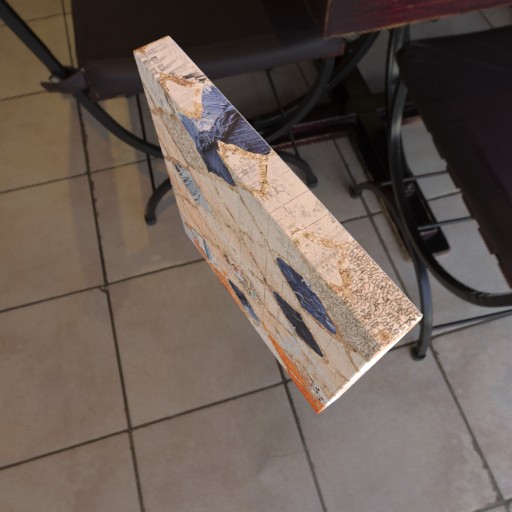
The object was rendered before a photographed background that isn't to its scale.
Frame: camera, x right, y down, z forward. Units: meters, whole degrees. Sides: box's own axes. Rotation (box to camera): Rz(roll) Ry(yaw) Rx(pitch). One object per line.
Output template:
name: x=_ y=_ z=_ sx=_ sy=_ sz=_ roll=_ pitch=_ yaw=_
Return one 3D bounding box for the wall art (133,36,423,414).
wall art: x=0.000 y=0.000 z=0.450 sx=0.036 sy=0.304 sz=0.303 roll=-32 pitch=68 yaw=-15
